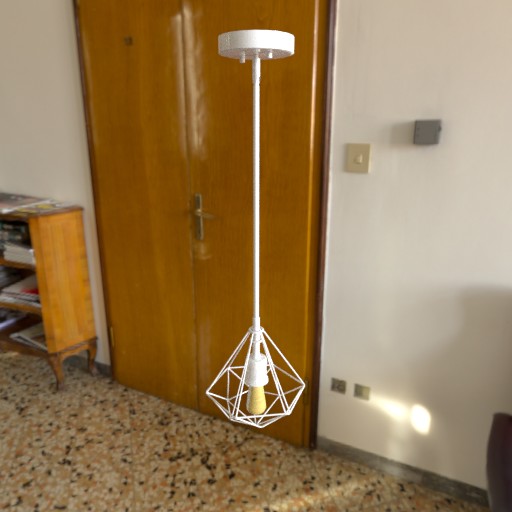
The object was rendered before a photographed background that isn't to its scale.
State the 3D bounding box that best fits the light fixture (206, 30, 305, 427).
[{"bbox_3d":[0.000,0.000,1.968,0.487,1.764,0.431,-2,17,-8],"label":"light fixture"}]
